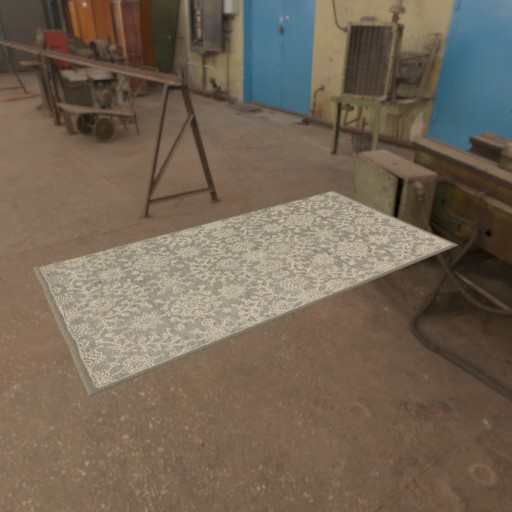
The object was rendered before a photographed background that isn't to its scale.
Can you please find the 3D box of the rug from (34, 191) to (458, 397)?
[{"bbox_3d":[0.000,0.000,3.552,3.048,0.011,1.546,-18,33,-29],"label":"rug"}]
